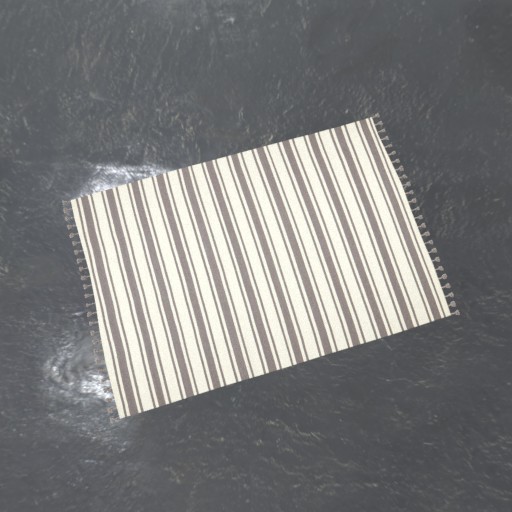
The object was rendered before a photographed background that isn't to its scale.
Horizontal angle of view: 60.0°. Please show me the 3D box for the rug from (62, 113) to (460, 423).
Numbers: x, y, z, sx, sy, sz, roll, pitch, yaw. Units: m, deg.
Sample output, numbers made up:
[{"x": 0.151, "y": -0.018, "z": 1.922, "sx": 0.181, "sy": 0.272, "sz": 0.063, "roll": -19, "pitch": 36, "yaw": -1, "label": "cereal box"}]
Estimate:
[{"x": 0.000, "y": 0.000, "z": 3.066, "sx": 2.425, "sy": 0.014, "sz": 1.563, "roll": -16, "pitch": 78, "yaw": -4, "label": "rug"}]
